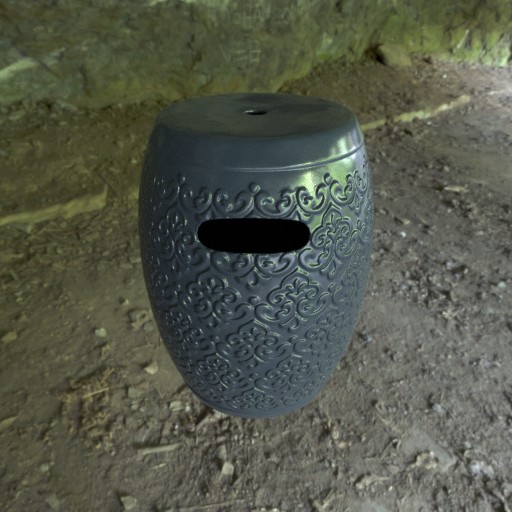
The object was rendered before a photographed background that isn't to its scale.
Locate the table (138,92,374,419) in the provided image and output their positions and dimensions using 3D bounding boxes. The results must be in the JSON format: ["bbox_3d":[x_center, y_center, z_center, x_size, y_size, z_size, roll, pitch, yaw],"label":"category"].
[{"bbox_3d":[0.000,0.000,0.620,0.309,0.397,0.309,0,31,0],"label":"table"}]
